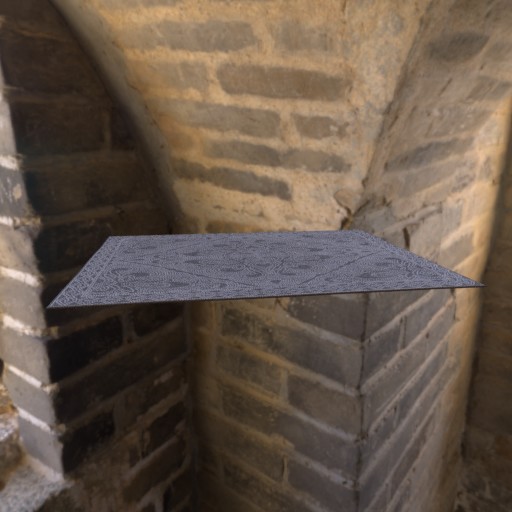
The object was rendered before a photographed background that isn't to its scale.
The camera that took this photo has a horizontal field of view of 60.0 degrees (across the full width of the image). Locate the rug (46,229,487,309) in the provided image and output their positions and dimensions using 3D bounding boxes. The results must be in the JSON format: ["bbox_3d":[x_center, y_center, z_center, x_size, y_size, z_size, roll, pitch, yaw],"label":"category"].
[{"bbox_3d":[0.000,0.000,4.153,3.048,0.012,2.438,-2,13,-8],"label":"rug"}]
